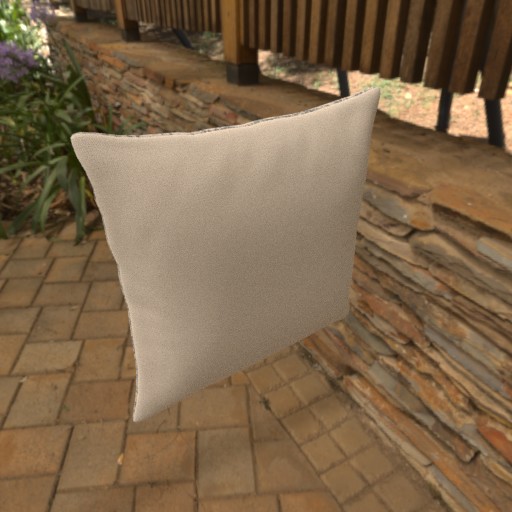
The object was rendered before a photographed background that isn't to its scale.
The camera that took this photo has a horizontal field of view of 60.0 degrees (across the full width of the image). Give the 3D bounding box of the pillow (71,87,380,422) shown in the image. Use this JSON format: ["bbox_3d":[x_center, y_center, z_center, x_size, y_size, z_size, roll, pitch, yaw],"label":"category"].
[{"bbox_3d":[0.000,0.000,0.769,0.523,0.510,0.166,-20,36,-29],"label":"pillow"}]
